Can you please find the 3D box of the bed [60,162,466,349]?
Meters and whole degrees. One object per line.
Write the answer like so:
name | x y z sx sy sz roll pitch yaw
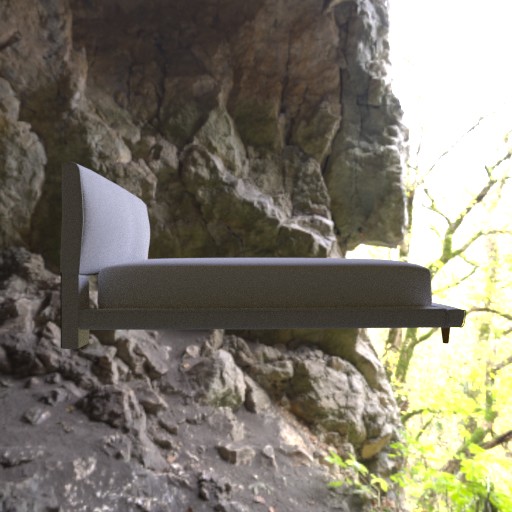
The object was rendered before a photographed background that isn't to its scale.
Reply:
bed | 0.000 0.000 3.430 2.368 1.067 1.840 0 0 -2
